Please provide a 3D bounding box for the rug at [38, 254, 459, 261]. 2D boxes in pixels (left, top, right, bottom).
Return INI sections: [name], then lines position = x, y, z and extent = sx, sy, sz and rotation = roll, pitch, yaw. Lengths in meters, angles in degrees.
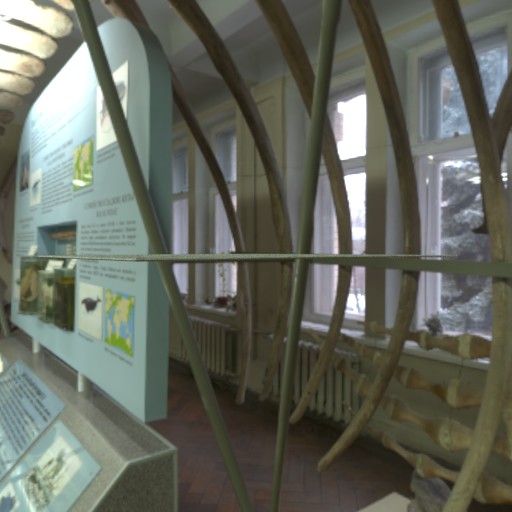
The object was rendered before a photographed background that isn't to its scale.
[rug]
position = 0.000, 0.000, 2.304
extent = 1.830, 0.016, 1.224
rotation = 0, 1, -38
